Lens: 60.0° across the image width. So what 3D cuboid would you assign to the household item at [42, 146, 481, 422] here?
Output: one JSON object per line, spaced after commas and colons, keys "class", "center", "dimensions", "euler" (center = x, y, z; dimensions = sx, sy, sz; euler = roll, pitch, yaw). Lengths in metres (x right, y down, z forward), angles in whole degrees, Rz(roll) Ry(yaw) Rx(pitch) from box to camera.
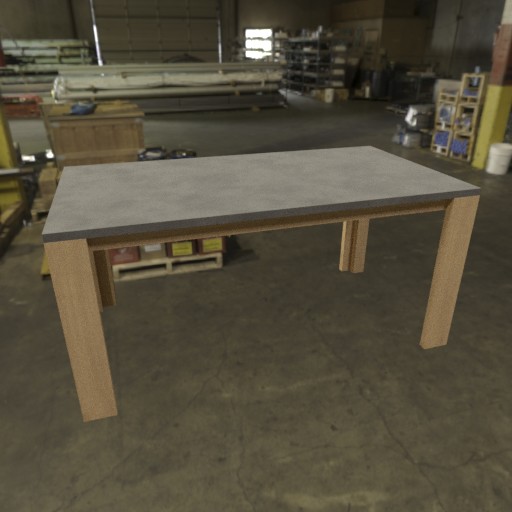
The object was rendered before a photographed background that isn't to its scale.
{"class": "household item", "center": [0.000, 0.000, 2.064], "dimensions": [1.600, 0.755, 0.850], "euler": [-8, 26, -15]}
